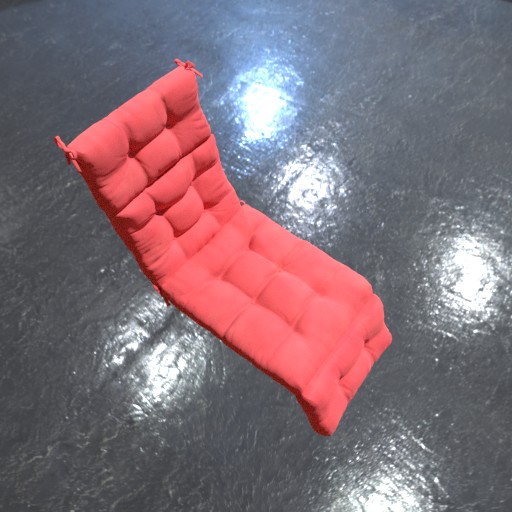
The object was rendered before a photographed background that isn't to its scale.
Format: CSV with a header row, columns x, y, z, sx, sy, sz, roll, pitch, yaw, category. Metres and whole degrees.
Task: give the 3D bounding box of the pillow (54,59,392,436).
x,y,z,sx,sy,sz,roll,pitch,yaw,category
0.000,0.000,1.484,1.016,0.863,0.526,33,62,20,pillow
